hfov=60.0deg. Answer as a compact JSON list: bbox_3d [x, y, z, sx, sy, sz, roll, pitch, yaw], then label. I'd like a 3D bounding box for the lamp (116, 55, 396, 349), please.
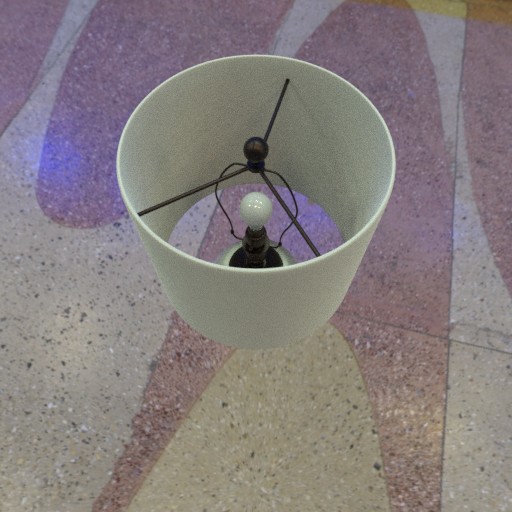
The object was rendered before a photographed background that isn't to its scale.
[{"bbox_3d":[0.000,0.000,0.763,0.328,0.570,0.328,0,62,0],"label":"lamp"}]
